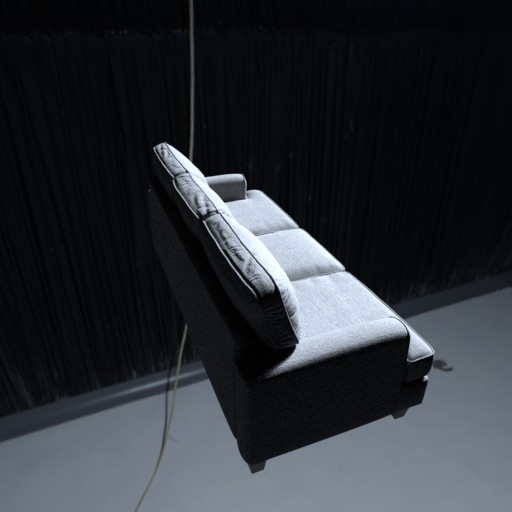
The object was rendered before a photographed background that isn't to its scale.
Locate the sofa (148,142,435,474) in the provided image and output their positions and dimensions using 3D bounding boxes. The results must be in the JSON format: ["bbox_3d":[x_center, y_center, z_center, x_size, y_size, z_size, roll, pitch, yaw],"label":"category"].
[{"bbox_3d":[0.000,0.000,2.694,0.951,0.965,2.158,-11,32,-19],"label":"sofa"}]
